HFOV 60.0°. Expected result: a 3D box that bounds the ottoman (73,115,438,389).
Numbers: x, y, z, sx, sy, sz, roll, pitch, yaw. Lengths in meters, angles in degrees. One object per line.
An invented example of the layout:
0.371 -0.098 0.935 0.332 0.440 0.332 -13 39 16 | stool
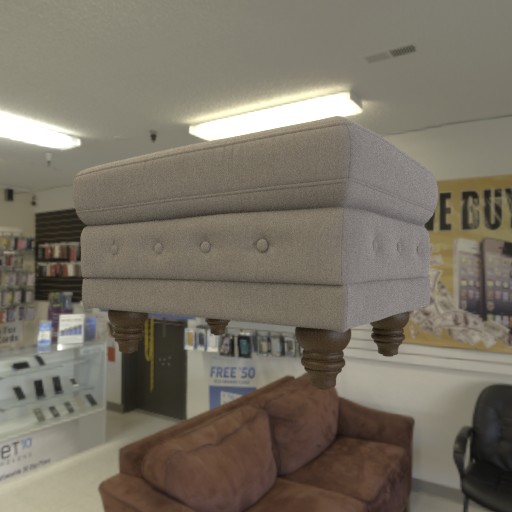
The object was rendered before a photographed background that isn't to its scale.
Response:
0.000 0.000 1.134 0.771 0.500 0.569 -1 -1 36 | ottoman
